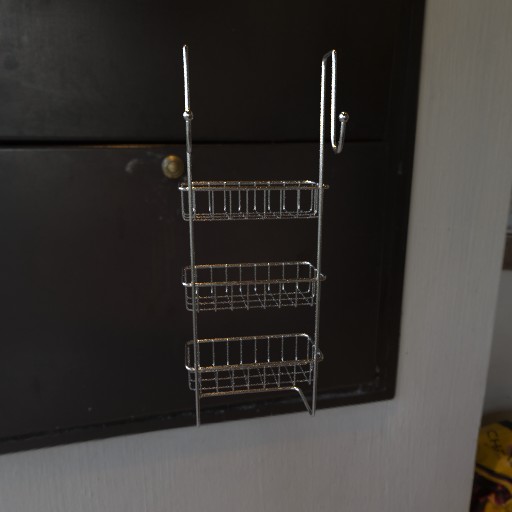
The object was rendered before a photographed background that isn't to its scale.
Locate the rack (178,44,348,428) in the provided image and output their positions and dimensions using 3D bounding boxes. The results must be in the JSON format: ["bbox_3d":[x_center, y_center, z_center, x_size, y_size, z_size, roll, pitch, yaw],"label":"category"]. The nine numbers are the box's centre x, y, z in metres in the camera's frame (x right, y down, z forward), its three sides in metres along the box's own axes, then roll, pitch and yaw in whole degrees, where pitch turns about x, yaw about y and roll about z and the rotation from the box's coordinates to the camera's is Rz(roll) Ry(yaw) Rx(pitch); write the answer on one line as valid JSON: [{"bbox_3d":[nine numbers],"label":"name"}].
[{"bbox_3d":[0.000,0.000,0.679,0.228,0.574,0.202,-2,14,-9],"label":"rack"}]
